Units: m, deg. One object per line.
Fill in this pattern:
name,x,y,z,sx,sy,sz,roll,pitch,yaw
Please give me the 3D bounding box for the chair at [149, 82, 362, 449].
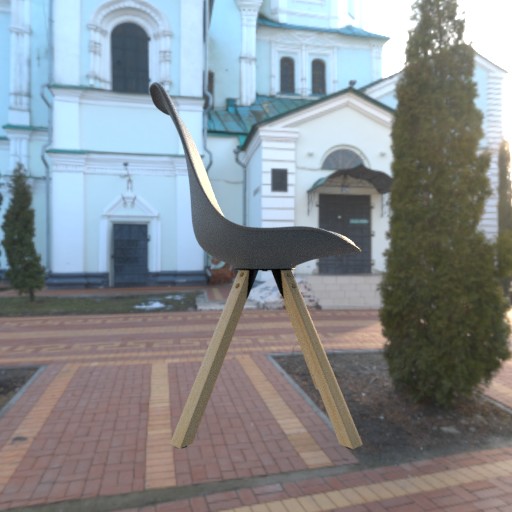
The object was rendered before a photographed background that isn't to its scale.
chair,0.000,0.000,1.200,0.549,0.850,0.485,0,0,0
